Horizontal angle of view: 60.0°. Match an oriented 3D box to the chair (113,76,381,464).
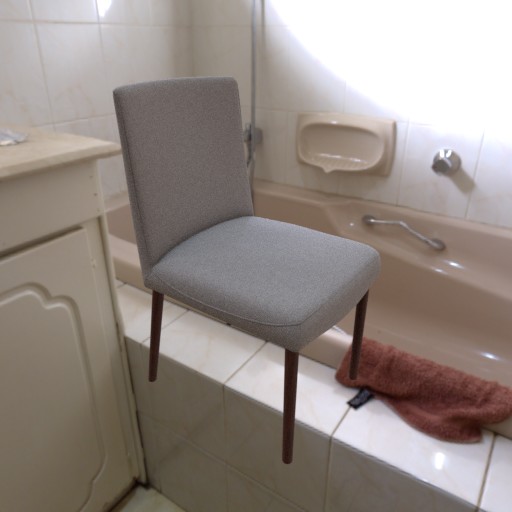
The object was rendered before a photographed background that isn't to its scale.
[{"bbox_3d":[0.000,0.000,1.182,0.570,0.859,0.456,18,31,32],"label":"chair"}]
